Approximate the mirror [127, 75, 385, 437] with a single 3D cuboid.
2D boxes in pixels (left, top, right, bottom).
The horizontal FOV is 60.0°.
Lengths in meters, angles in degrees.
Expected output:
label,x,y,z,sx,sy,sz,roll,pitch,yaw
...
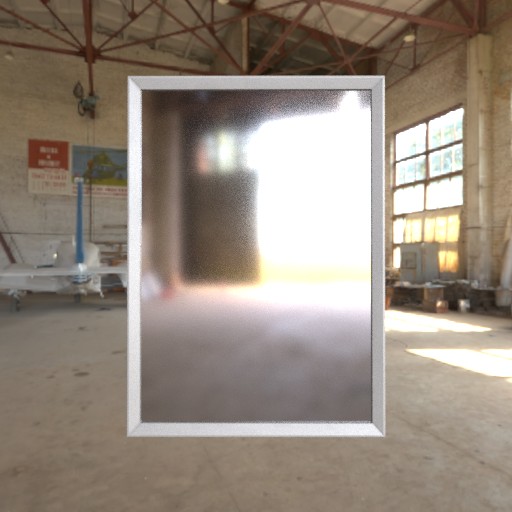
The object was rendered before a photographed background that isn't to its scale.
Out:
label,x,y,z,sx,sy,sz,roll,pitch,yaw
mirror,0.000,0.000,0.890,0.507,0.710,0.039,0,0,0
